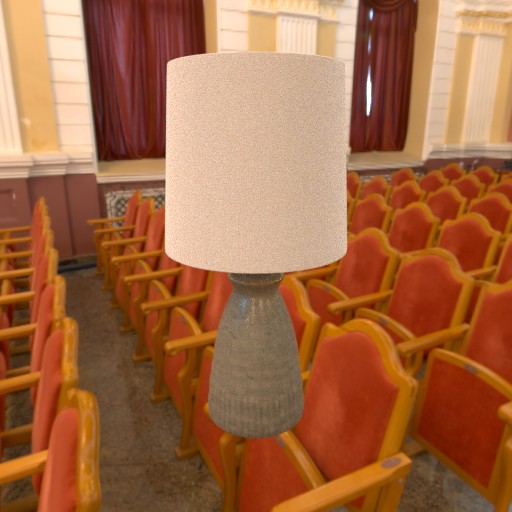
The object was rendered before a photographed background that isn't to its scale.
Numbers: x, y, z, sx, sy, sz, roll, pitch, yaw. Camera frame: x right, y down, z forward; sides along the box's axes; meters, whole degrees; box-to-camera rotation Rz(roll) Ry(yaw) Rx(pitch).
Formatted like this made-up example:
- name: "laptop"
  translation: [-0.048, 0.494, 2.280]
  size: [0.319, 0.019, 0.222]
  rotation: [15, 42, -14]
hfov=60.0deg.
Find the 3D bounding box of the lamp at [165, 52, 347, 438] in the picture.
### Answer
- name: "lamp"
  translation: [0.000, 0.000, 0.466]
  size: [0.186, 0.369, 0.186]
  rotation: [0, 16, 0]
